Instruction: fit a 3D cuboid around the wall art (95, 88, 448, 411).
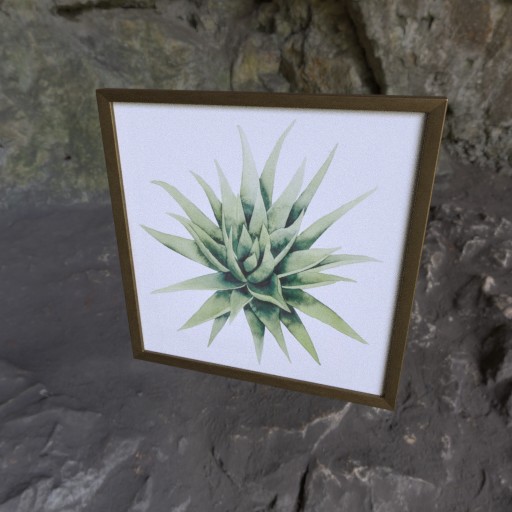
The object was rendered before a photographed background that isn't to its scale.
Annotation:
[{"bbox_3d":[0.000,0.000,0.730,0.503,0.506,0.030,7,26,15],"label":"wall art"}]
